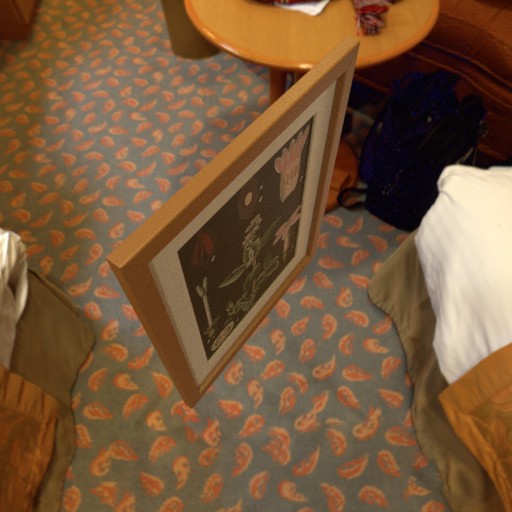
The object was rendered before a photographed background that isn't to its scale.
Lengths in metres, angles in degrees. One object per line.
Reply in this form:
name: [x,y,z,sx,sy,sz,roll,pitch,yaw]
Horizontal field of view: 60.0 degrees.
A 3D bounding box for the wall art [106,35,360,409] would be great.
wall art: [0.000,0.000,0.512,0.015,0.379,0.310,32,63,19]
